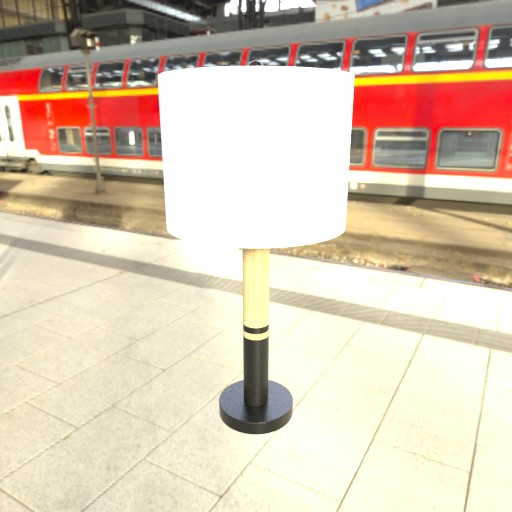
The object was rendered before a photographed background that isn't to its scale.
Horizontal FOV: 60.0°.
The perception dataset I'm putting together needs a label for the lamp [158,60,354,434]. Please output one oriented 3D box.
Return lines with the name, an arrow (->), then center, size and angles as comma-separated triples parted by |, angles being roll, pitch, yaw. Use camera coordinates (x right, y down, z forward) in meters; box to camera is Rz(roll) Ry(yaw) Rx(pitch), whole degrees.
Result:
lamp -> 0.000, 0.000, 0.787 | 0.305, 0.640, 0.305 | 9, 19, 27
